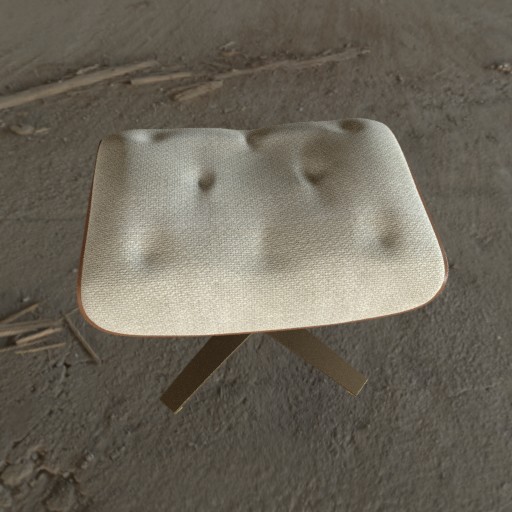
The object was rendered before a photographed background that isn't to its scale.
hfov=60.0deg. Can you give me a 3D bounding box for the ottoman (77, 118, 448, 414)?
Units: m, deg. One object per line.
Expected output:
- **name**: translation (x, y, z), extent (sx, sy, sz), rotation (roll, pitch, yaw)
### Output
- **ottoman**: translation (0.000, 0.000, 0.815), extent (0.520, 0.391, 0.394), rotation (-4, 46, -4)
